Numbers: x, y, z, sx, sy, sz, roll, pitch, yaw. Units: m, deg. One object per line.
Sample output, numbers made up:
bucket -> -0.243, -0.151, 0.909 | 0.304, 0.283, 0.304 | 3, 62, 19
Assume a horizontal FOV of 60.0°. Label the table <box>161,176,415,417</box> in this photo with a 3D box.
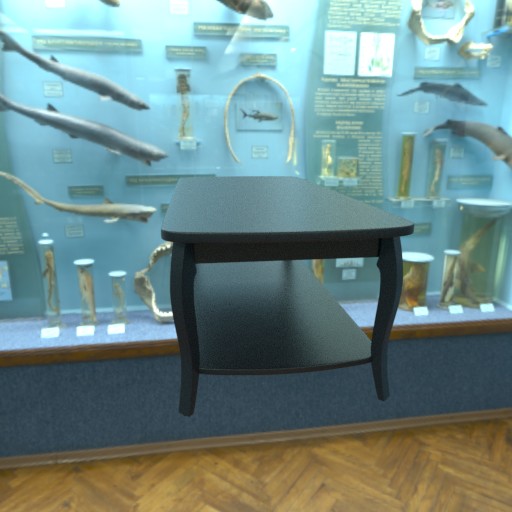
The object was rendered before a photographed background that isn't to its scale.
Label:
table -> 0.000, 0.000, 1.600 | 0.571, 0.457, 1.333 | -2, 15, -7
